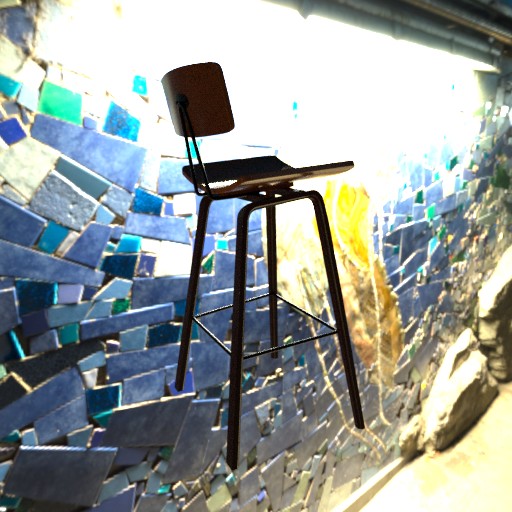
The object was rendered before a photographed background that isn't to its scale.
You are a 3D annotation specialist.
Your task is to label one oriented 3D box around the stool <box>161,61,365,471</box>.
[{"bbox_3d":[0.000,0.000,1.268,0.440,0.969,0.509,-8,17,-28],"label":"stool"}]
